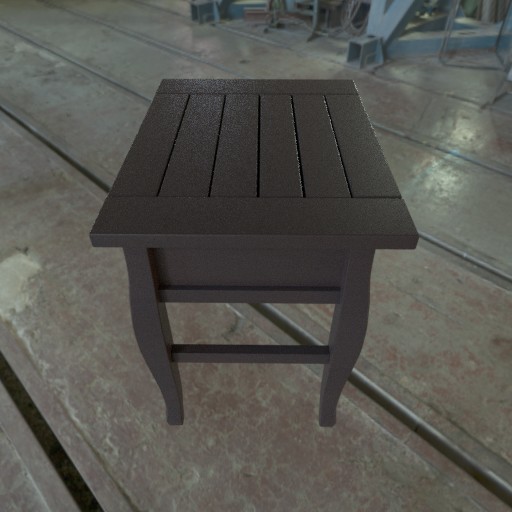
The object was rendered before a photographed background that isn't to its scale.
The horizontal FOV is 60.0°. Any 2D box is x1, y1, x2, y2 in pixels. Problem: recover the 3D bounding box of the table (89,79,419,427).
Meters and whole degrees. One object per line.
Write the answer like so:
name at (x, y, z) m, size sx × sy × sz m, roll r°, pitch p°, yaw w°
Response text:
table at (0.000, 0.000, 1.038) m, size 0.460 × 0.605 × 0.602 m, roll 0°, pitch 41°, yaw 0°
